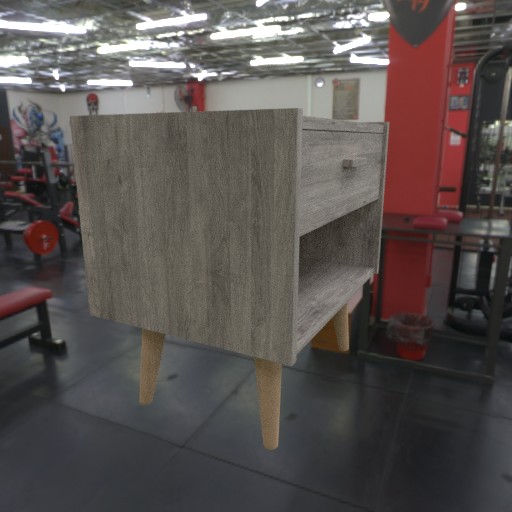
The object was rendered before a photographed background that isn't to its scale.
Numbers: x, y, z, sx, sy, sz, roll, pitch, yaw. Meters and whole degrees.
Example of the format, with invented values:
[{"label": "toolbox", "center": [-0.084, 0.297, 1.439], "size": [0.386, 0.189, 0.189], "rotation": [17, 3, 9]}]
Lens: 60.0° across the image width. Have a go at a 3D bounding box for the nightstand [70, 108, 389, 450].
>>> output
[{"label": "nightstand", "center": [0.000, 0.000, 0.849], "size": [0.380, 0.500, 0.480], "rotation": [8, 17, 27]}]
